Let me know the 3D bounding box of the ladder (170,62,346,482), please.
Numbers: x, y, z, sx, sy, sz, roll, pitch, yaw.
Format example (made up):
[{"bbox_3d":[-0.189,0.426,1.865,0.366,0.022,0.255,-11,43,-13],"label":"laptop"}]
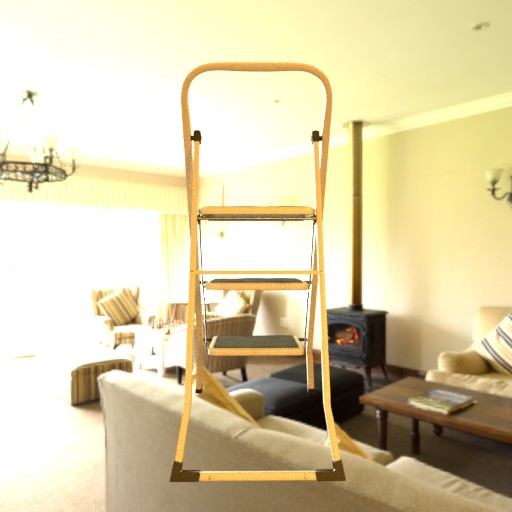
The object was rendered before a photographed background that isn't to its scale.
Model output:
[{"bbox_3d":[0.000,0.000,1.376,0.460,1.050,0.711,0,0,-1],"label":"ladder"}]
